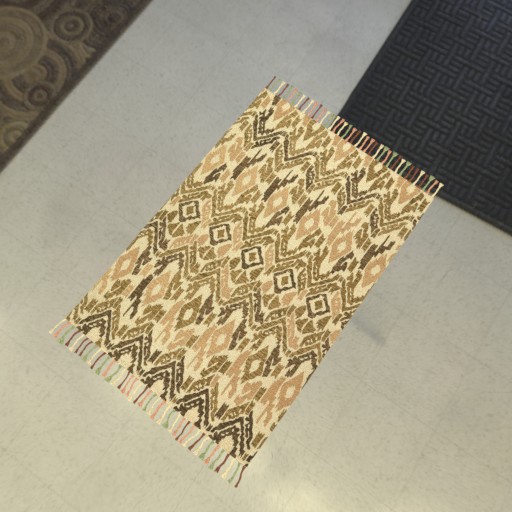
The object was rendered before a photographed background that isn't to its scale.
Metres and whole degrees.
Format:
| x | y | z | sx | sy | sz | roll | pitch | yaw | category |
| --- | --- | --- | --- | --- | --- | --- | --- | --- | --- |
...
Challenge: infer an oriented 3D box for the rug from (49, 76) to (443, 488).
| x | y | z | sx | sy | sz | roll | pitch | yaw | category |
| --- | --- | --- | --- | --- | --- | --- | --- | --- | --- |
| 0.000 | 0.000 | 2.985 | 1.524 | 0.008 | 2.438 | 36 | 78 | 9 | rug |
